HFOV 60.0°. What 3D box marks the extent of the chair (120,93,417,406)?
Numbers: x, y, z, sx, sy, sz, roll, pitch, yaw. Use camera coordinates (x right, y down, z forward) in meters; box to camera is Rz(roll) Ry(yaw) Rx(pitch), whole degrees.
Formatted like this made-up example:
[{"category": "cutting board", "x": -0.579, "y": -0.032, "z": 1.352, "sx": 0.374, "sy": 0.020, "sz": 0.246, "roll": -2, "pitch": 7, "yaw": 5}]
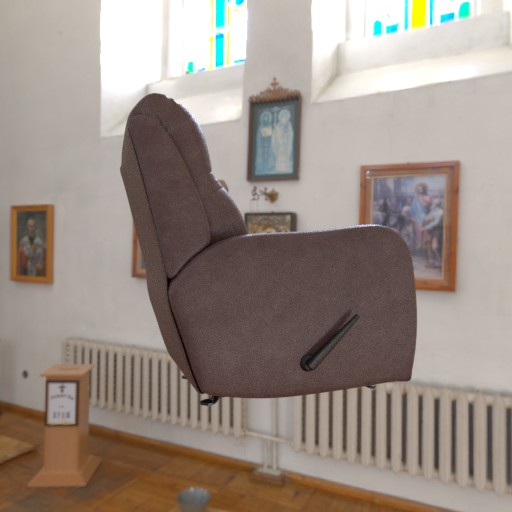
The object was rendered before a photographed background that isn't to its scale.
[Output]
[{"category": "chair", "x": 0.000, "y": 0.000, "z": 1.847, "sx": 1.067, "sy": 1.067, "sz": 0.865, "roll": 0, "pitch": -1, "yaw": -19}]
